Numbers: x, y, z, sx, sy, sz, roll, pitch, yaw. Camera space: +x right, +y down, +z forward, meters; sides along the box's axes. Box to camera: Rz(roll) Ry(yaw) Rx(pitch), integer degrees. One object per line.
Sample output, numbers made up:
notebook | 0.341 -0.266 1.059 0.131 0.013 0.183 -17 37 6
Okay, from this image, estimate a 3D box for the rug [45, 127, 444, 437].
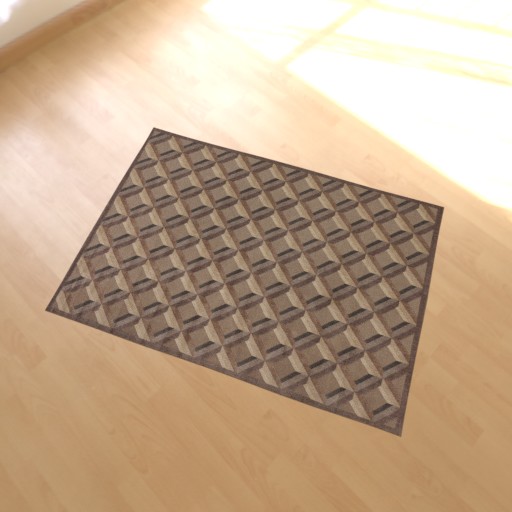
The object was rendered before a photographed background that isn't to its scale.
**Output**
rug | 0.000 0.000 2.953 2.260 0.013 1.600 17 65 9
